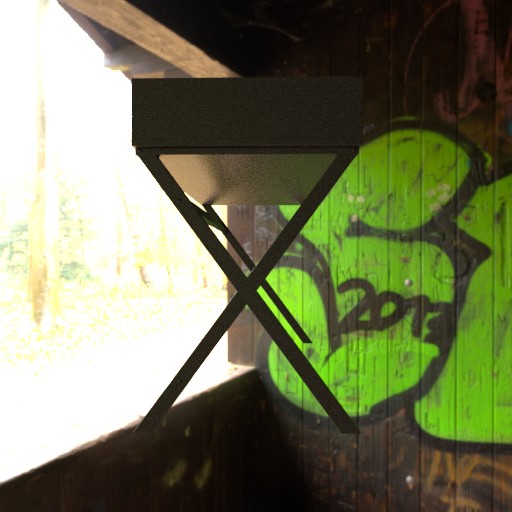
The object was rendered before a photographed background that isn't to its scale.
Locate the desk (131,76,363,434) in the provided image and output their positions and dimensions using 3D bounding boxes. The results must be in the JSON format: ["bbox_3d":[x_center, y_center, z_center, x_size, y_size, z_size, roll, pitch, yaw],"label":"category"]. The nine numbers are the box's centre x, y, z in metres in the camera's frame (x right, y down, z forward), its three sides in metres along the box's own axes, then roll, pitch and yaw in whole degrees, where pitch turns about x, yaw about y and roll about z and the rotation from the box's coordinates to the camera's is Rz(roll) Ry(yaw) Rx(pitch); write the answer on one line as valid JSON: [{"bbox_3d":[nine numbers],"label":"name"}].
[{"bbox_3d":[0.000,0.000,1.492,0.525,0.780,1.057,0,0,1],"label":"desk"}]
